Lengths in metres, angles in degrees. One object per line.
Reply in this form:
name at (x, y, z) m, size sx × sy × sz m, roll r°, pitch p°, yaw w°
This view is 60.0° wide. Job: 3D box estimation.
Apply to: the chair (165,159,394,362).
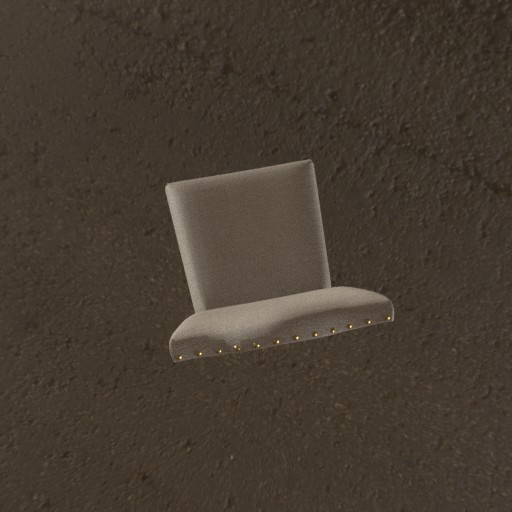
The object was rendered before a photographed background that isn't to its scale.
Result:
chair at (0.000, 0.000, 1.368) m, size 0.508 × 1.020 × 0.620 m, roll -10°, pitch 75°, yaw -3°
